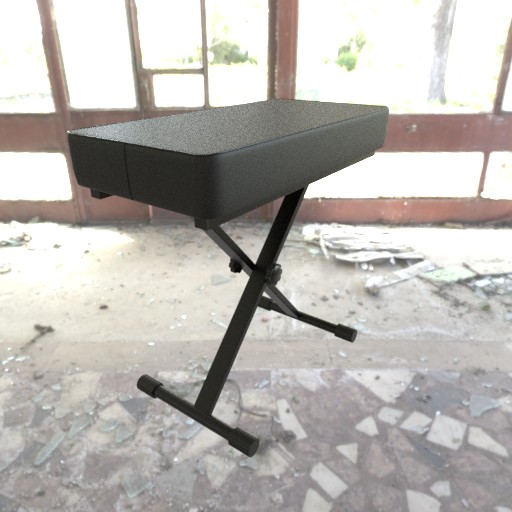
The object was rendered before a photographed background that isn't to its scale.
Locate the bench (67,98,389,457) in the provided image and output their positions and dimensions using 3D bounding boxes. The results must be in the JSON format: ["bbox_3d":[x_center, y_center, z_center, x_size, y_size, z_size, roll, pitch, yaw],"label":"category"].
[{"bbox_3d":[0.000,0.000,0.927,0.300,0.561,0.600,17,30,32],"label":"bench"}]
